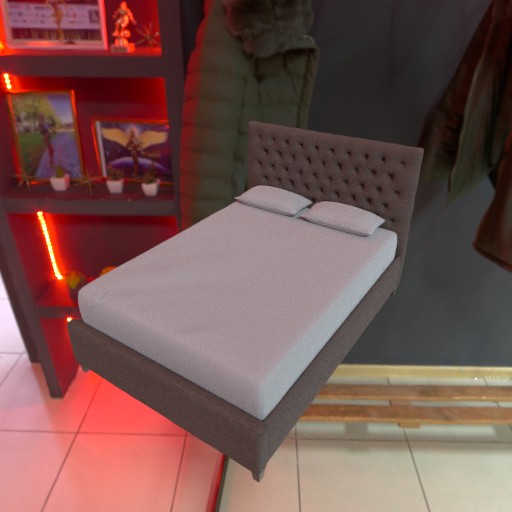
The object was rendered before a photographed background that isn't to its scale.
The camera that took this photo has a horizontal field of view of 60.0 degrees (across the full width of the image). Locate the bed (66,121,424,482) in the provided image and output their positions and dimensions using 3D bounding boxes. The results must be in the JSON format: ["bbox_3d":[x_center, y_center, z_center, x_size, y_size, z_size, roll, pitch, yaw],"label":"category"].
[{"bbox_3d":[0.000,0.000,3.459,1.698,1.427,2.387,19,35,29],"label":"bed"}]
